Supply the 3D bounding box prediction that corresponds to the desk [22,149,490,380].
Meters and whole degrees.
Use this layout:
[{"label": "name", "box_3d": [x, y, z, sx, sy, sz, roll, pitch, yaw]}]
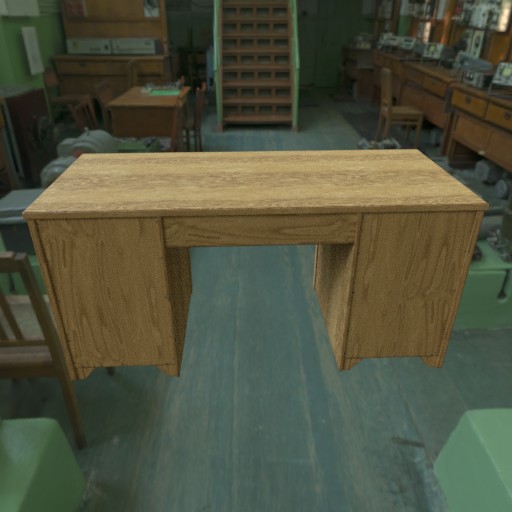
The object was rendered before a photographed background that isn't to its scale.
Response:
[{"label": "desk", "box_3d": [0.000, 0.000, 1.963, 1.567, 0.751, 0.685, -1, 29, -2]}]
